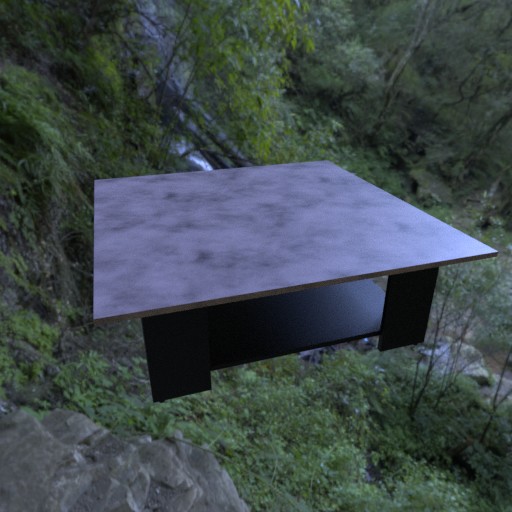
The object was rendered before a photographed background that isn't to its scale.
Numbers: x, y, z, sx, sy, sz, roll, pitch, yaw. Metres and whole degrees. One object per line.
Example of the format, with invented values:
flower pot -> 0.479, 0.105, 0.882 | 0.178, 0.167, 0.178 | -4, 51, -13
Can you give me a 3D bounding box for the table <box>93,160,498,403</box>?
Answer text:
table -> 0.000, 0.000, 1.347 | 0.890, 0.305, 0.890 | -8, 27, -16
